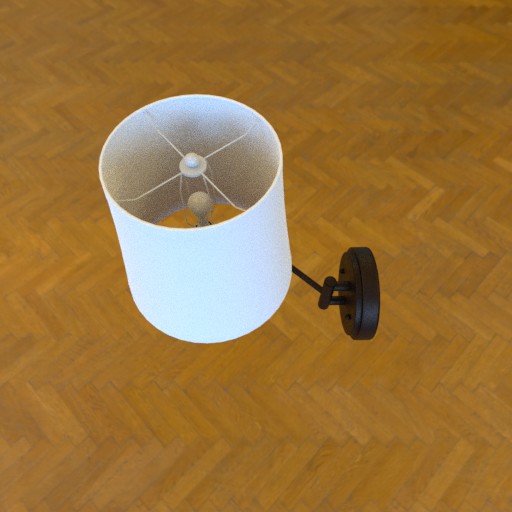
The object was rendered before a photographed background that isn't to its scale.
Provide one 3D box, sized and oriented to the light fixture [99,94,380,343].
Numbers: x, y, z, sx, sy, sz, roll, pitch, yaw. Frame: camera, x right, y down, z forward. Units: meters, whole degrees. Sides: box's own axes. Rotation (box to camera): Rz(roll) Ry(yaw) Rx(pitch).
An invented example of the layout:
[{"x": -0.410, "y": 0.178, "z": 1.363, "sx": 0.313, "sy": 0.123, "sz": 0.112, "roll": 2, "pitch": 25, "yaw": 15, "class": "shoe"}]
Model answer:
[{"x": 0.000, "y": 0.000, "z": 0.266, "sx": 0.157, "sy": 0.172, "sz": 0.100, "roll": -1, "pitch": 59, "yaw": -1, "class": "light fixture"}]
